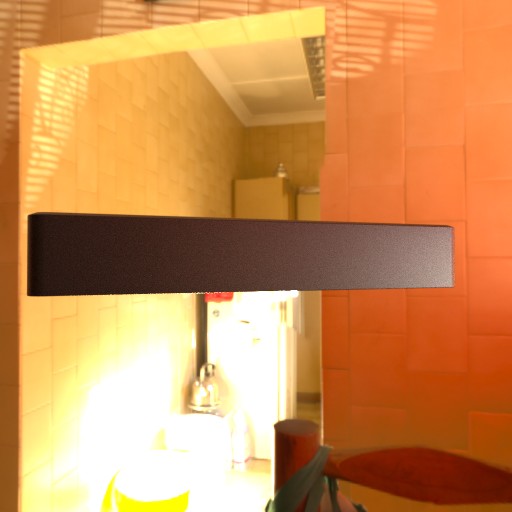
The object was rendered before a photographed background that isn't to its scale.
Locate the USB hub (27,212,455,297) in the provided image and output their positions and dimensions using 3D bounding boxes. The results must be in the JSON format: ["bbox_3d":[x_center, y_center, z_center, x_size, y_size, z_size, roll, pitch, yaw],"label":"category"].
[{"bbox_3d":[0.000,0.000,0.162,0.145,0.023,0.044,0,-1,-19],"label":"USB hub"}]
